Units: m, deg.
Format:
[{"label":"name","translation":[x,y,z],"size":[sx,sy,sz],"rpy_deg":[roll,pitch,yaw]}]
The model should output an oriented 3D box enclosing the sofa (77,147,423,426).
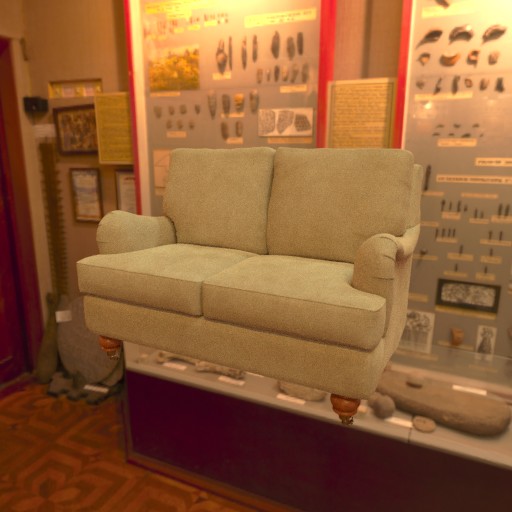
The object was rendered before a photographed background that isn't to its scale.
[{"label":"sofa","translation":[0.000,0.000,2.278],"size":[1.498,1.087,1.086],"rpy_deg":[7,16,26]}]
